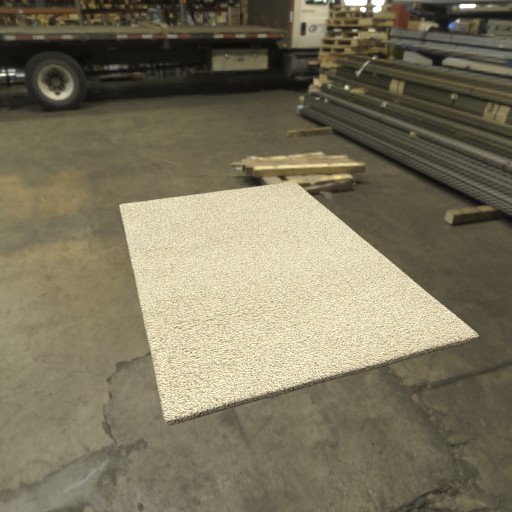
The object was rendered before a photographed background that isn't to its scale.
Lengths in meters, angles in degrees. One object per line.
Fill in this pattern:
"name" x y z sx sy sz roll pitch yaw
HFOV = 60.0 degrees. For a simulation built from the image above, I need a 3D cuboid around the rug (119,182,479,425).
"rug" 0.000 0.000 2.268 1.219 0.030 1.778 -10 32 -17
